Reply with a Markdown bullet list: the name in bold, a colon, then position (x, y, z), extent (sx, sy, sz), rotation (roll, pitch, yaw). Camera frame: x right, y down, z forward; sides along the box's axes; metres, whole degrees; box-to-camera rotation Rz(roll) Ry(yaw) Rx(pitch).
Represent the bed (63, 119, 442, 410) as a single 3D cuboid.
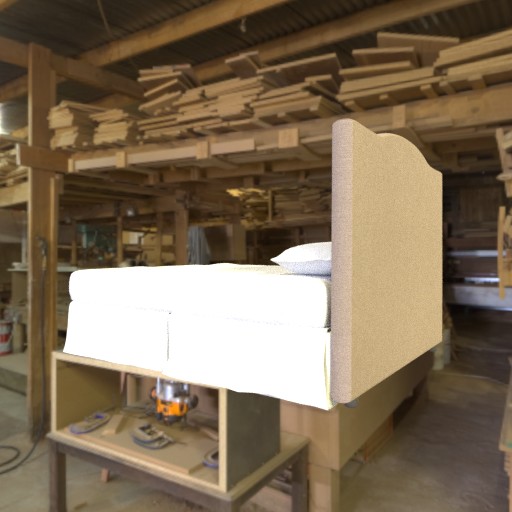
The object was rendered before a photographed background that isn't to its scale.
- **bed**: position (0.000, 0.000, 3.356), extent (2.282, 1.436, 1.821), rotation (0, 0, 36)
